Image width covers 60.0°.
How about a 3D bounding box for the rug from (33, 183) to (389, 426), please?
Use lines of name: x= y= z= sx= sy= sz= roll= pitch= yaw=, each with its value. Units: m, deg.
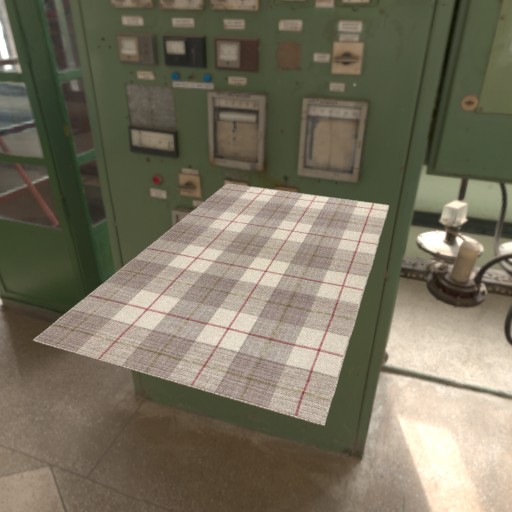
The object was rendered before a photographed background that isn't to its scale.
rug: x=0.000 y=0.000 z=3.058 sx=1.549 sy=0.010 sz=2.464 roll=10 pitch=31 yaw=18
